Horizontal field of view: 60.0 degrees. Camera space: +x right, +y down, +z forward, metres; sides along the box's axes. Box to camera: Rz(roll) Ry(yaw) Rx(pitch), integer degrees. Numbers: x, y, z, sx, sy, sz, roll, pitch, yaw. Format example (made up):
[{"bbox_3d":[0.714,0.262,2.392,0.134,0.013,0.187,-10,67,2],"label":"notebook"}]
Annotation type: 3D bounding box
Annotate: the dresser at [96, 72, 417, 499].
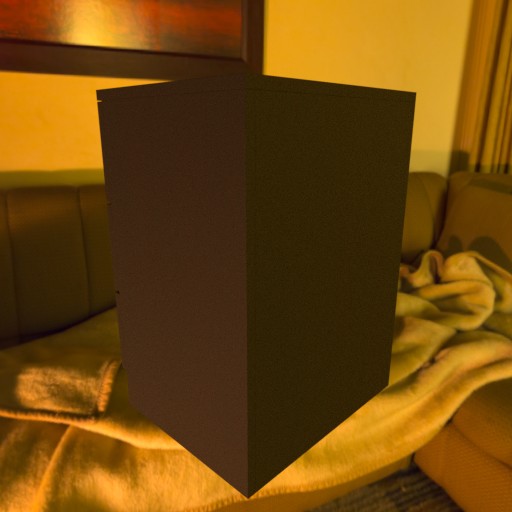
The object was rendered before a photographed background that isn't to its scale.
[{"bbox_3d":[0.000,0.000,0.803,0.360,0.560,0.400,15,22,42],"label":"dresser"}]
